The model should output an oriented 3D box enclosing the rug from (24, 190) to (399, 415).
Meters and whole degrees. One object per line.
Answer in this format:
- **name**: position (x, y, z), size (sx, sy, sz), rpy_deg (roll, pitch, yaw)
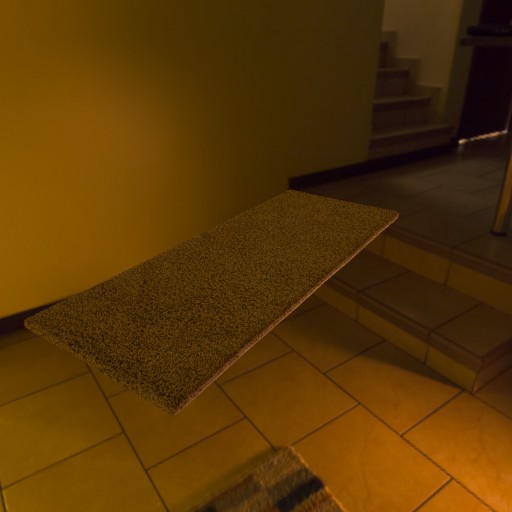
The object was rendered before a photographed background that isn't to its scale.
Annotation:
- **rug**: position (0.000, 0.000, 1.705), size (0.609, 0.030, 1.524), rpy_deg (17, 31, 31)
